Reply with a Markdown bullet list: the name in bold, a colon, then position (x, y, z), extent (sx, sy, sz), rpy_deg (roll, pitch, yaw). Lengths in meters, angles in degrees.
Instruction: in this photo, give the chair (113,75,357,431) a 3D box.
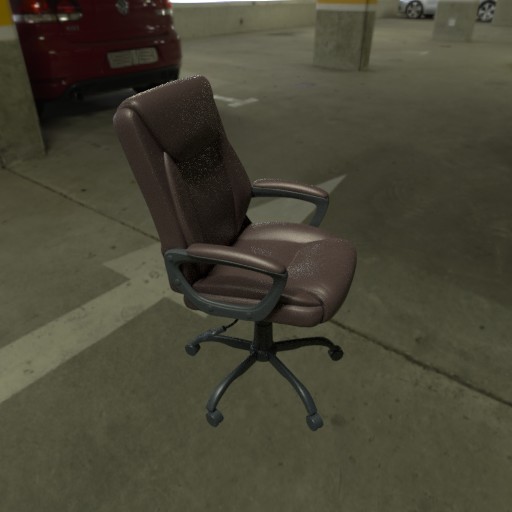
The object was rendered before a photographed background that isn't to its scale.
- **chair**: position (0.000, 0.000, 1.496), extent (0.655, 1.072, 0.615), rpy_deg (11, 33, 17)
